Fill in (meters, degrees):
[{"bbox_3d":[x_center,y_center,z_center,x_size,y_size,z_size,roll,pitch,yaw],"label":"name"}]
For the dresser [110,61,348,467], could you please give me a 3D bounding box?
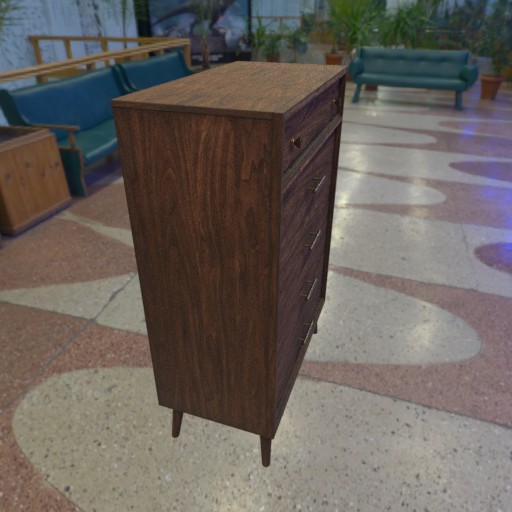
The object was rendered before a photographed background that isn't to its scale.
[{"bbox_3d":[0.000,0.000,1.825,0.498,1.365,0.919,10,31,17],"label":"dresser"}]
